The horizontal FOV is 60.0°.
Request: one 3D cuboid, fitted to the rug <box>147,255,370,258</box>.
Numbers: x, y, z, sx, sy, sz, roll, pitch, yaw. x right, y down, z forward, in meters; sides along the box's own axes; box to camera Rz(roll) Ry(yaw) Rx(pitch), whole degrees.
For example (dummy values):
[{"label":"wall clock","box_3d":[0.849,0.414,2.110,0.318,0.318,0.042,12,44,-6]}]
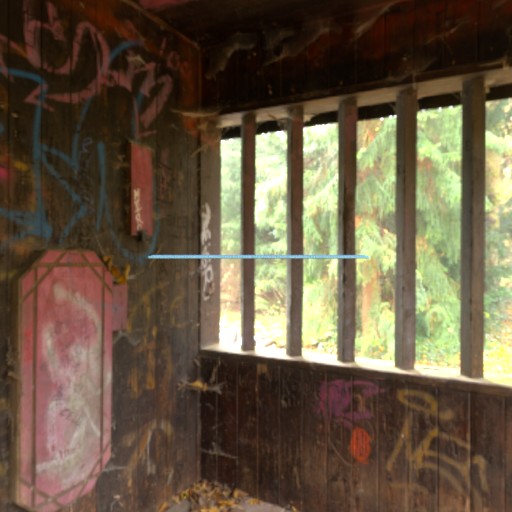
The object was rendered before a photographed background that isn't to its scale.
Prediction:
[{"label":"rug","box_3d":[0.000,0.000,2.410,0.662,0.011,2.196,0,0,0]}]
